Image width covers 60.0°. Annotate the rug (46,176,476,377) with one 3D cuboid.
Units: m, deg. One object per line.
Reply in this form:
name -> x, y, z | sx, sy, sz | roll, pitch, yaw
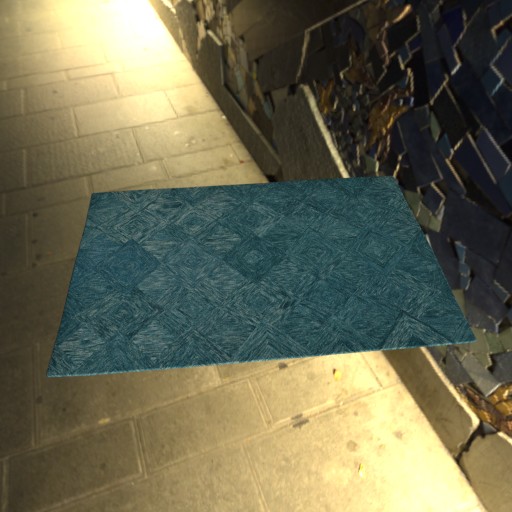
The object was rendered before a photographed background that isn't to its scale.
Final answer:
rug -> 0.000, 0.000, 2.142 | 1.728, 0.017, 1.136 | -4, 47, -4
